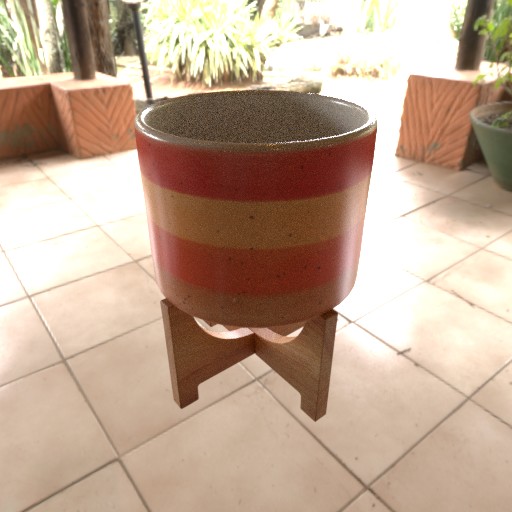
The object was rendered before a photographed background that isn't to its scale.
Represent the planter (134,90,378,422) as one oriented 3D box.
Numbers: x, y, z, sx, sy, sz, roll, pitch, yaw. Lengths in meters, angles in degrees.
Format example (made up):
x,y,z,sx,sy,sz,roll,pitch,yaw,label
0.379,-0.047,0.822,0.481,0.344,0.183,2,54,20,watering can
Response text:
x,y,z,sx,sy,sz,roll,pitch,yaw,label
0.000,0.000,0.421,0.199,0.268,0.199,0,30,0,planter
